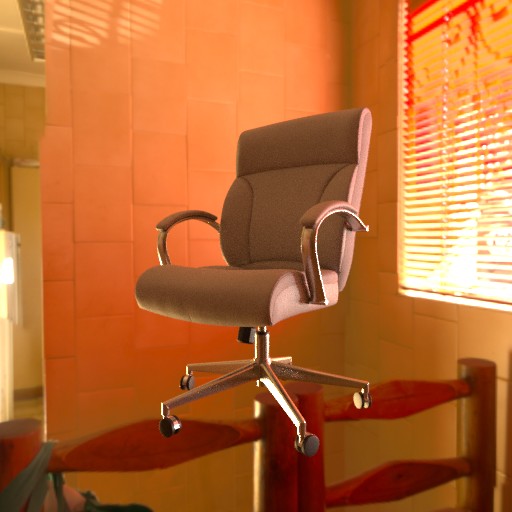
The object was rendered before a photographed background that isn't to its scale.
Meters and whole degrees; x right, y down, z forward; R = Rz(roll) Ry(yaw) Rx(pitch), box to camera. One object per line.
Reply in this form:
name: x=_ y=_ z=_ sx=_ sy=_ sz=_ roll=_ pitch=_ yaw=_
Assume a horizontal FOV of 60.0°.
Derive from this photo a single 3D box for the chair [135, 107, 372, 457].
chair: x=0.000 y=0.000 z=1.597 sx=0.727 sy=1.099 sz=0.745 roll=1 pitch=2 yaw=37
